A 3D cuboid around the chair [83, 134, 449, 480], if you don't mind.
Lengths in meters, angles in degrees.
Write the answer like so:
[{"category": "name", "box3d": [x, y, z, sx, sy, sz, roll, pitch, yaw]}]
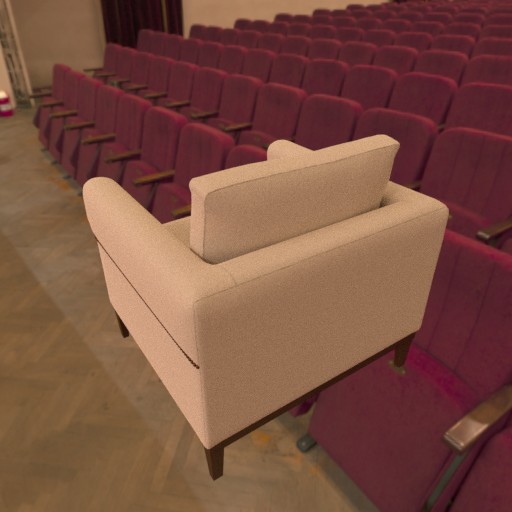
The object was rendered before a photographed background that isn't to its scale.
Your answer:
[{"category": "chair", "box3d": [0.000, 0.000, 1.661, 0.982, 0.915, 0.896, -19, 36, -29]}]
